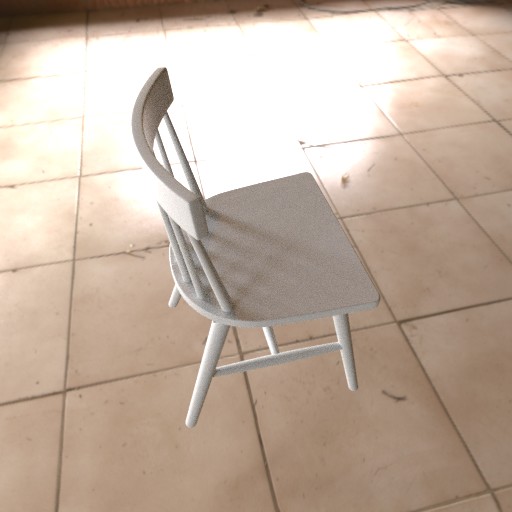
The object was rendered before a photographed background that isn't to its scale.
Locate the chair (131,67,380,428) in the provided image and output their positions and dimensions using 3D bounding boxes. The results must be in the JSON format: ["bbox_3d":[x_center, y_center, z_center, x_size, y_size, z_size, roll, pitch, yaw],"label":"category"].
[{"bbox_3d":[0.000,0.000,1.110,0.500,0.787,0.483,-10,47,-10],"label":"chair"}]
